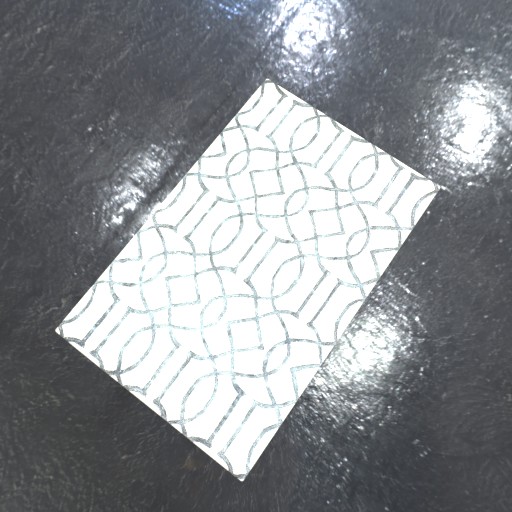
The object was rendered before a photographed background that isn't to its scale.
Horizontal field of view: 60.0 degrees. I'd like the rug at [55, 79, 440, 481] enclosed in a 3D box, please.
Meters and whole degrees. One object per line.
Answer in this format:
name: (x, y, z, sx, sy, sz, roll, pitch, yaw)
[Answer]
rug: (0.000, 0.000, 3.017, 1.521, 0.017, 2.365, 35, 78, 9)
